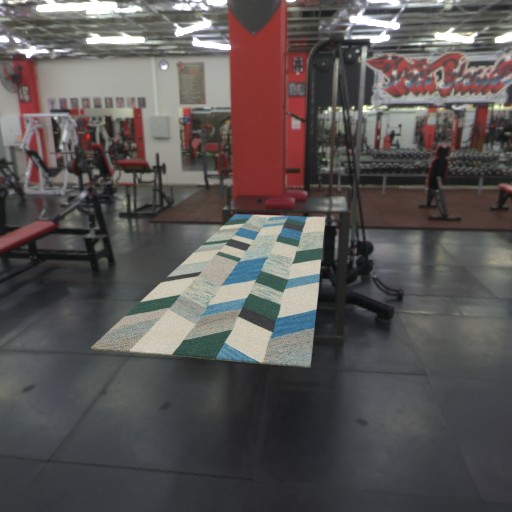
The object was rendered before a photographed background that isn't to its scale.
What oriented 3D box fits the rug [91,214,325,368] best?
[{"bbox_3d":[0.000,0.000,2.636,0.774,0.008,2.437,3,17,9],"label":"rug"}]
